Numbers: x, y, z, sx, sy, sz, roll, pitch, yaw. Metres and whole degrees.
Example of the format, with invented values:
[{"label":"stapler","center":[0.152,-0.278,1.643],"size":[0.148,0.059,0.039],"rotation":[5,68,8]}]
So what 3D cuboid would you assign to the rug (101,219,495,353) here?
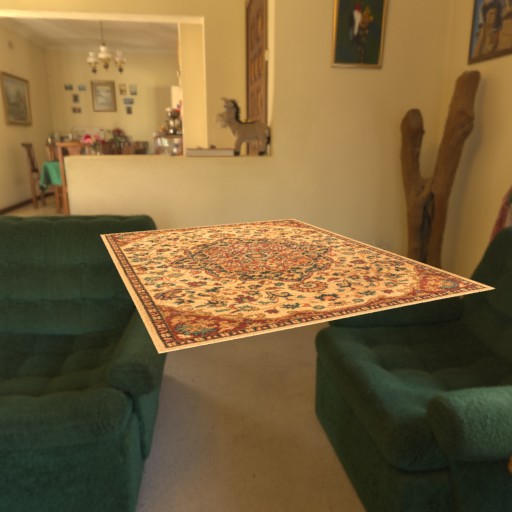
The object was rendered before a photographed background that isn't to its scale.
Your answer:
[{"label":"rug","center":[0.000,0.000,4.102],"size":[2.454,0.005,3.067],"rotation":[-7,17,-23]}]
